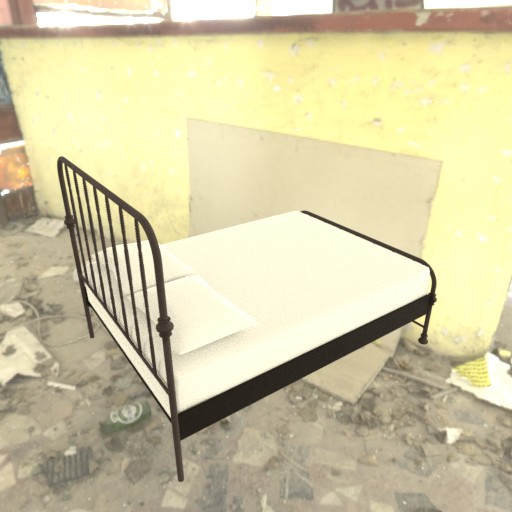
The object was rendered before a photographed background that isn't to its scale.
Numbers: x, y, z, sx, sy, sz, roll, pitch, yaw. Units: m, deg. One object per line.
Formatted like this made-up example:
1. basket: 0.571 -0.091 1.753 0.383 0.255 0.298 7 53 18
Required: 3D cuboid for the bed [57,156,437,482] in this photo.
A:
1. bed: 0.000 0.000 3.132 2.134 1.446 1.616 -17 30 -31
